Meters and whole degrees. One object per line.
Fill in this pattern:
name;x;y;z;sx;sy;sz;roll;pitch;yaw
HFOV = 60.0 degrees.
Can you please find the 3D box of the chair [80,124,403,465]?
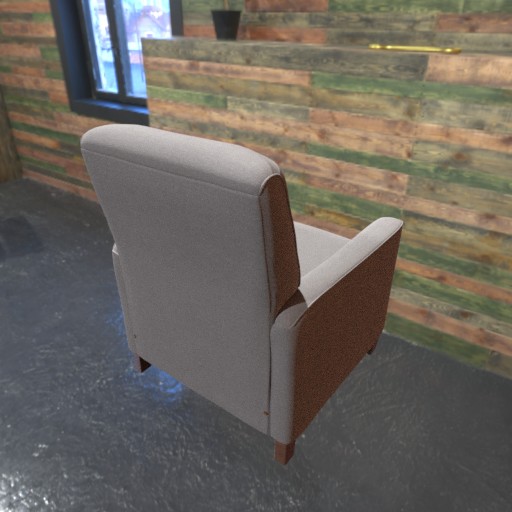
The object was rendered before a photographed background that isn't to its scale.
chair;0.000;0.000;1.641;0.845;1.023;0.859;20;34;32
